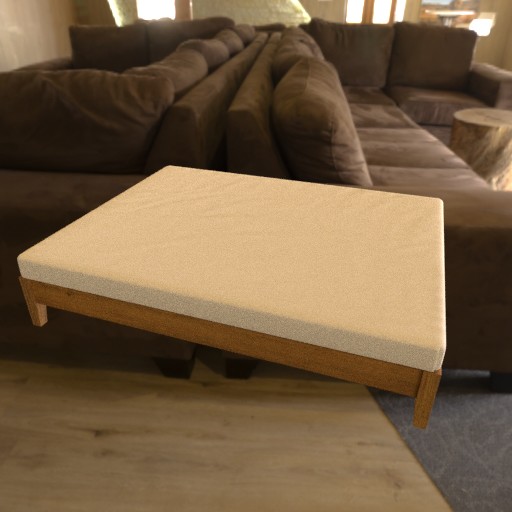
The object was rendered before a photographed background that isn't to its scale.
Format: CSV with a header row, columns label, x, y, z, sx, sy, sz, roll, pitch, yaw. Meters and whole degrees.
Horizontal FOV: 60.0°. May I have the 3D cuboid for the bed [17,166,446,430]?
label,x,y,z,sx,sy,sz,roll,pitch,yaw
bed,0.000,0.000,2.617,2.016,0.431,1.536,10,31,17
